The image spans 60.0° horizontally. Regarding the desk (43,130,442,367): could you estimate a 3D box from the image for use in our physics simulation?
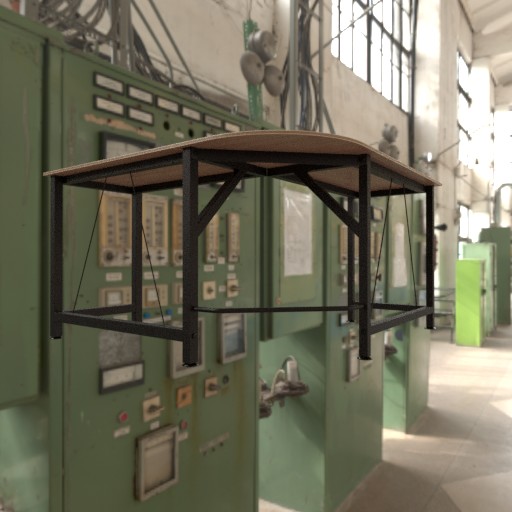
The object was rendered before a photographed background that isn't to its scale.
[{"bbox_3d":[0.000,0.000,2.183,1.400,0.762,1.400,0,0,37],"label":"desk"}]
